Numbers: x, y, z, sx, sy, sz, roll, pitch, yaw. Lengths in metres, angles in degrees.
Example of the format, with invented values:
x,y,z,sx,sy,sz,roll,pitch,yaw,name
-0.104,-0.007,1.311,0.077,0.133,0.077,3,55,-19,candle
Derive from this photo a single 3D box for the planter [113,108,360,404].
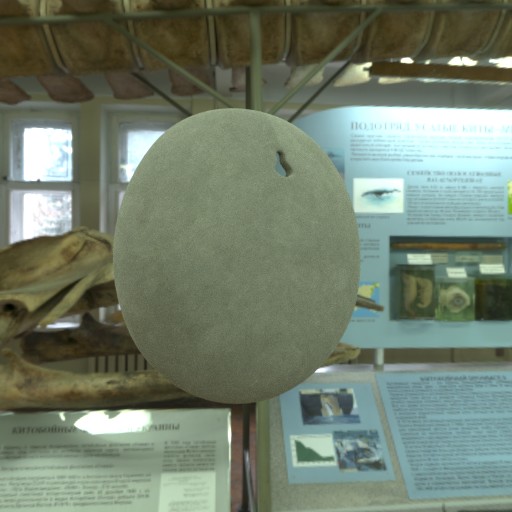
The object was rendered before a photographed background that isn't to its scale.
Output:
x,y,z,sx,sy,sz,roll,pitch,yaw,name
0.000,0.000,0.288,0.185,0.188,0.071,0,0,-35,planter
